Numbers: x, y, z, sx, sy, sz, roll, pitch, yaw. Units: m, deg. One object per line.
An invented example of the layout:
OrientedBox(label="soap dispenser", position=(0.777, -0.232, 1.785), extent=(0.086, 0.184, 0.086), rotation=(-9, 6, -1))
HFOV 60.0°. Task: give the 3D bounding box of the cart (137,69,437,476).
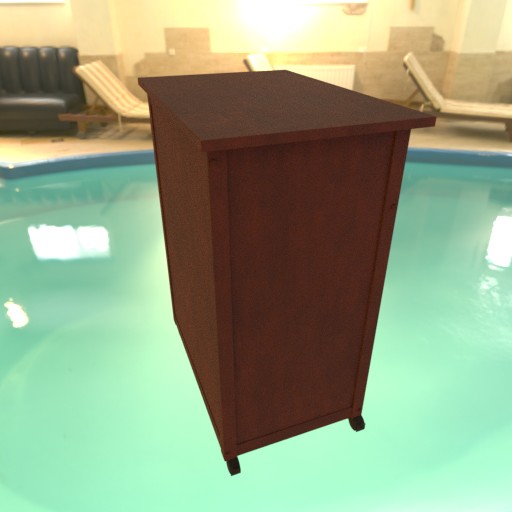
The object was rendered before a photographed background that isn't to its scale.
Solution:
OrientedBox(label="cart", position=(0.000, 0.000, 1.230), extent=(0.442, 0.864, 0.683), rotation=(-11, 32, -18))
